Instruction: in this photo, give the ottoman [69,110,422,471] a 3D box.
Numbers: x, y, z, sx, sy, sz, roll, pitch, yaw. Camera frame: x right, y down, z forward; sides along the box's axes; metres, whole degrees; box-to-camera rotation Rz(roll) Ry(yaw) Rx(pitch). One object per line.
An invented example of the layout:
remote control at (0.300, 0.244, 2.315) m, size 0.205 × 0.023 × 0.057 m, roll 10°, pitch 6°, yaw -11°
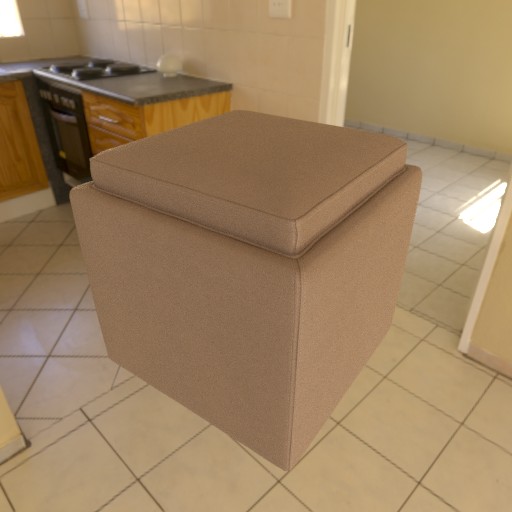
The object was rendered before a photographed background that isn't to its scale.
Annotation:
ottoman at (0.000, 0.000, 0.835) m, size 0.451 × 0.460 × 0.450 m, roll 20°, pitch 37°, yaw 30°
